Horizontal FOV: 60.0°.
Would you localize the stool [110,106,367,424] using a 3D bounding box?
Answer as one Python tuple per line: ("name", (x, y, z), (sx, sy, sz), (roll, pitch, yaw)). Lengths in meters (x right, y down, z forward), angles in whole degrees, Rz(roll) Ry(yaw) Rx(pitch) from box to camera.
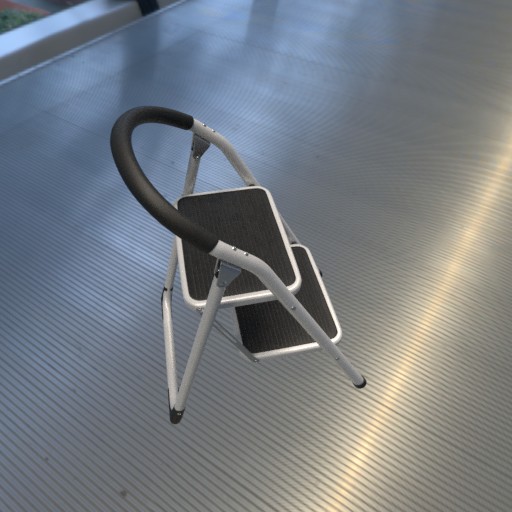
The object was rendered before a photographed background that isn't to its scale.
("stool", (0.000, 0.000, 1.107), (0.559, 0.760, 0.453), (-8, 47, -8))
